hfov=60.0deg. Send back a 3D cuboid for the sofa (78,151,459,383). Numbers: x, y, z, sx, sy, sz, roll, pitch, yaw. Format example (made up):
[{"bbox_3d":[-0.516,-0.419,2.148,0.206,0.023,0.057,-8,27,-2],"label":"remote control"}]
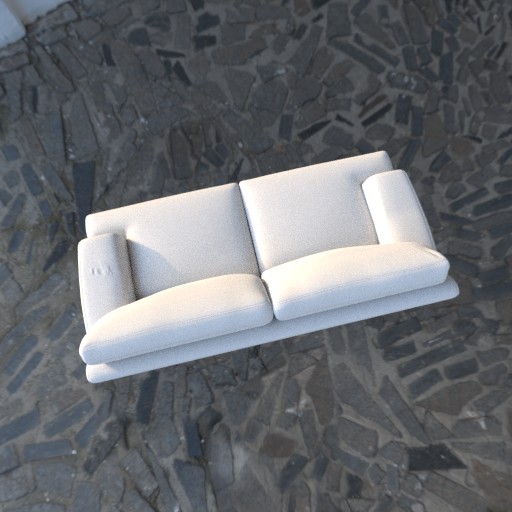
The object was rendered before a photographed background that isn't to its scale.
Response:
[{"bbox_3d":[0.000,0.000,2.919,2.261,0.940,1.143,-13,77,-3],"label":"sofa"}]
